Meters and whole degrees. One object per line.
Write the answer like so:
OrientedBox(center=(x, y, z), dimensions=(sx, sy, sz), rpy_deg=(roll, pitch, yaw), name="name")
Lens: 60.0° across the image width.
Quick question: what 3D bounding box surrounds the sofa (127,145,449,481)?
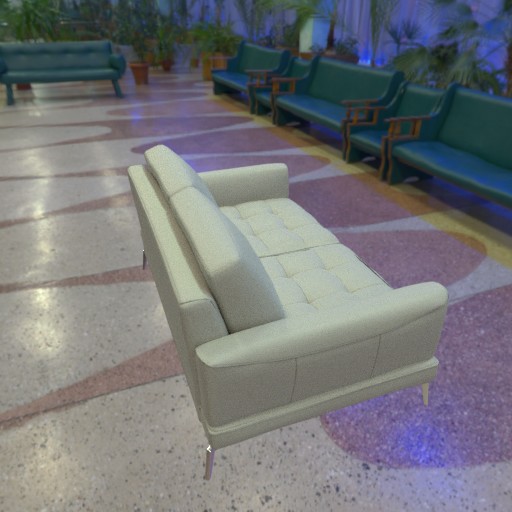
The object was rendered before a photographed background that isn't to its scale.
OrientedBox(center=(0.000, 0.000, 2.430), dimensions=(1.121, 0.930, 1.819), rpy_deg=(-11, 33, -18), name="sofa")
